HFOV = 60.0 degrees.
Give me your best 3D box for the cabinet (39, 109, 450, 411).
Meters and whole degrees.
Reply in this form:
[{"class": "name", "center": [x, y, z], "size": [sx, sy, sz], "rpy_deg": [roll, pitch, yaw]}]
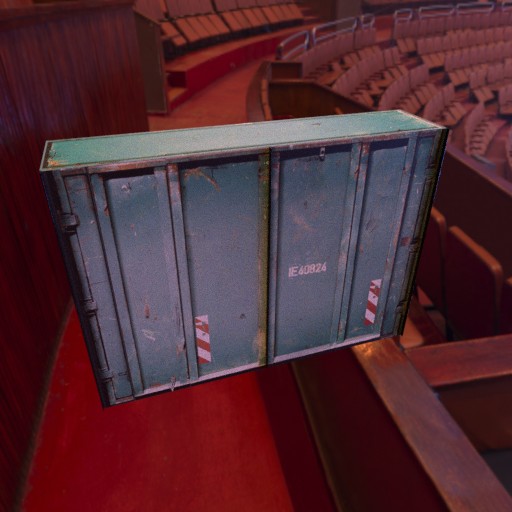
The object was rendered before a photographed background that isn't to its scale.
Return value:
[{"class": "cabinet", "center": [0.000, 0.000, 3.930], "size": [3.001, 2.160, 0.680], "rpy_deg": [-10, 33, -16]}]
